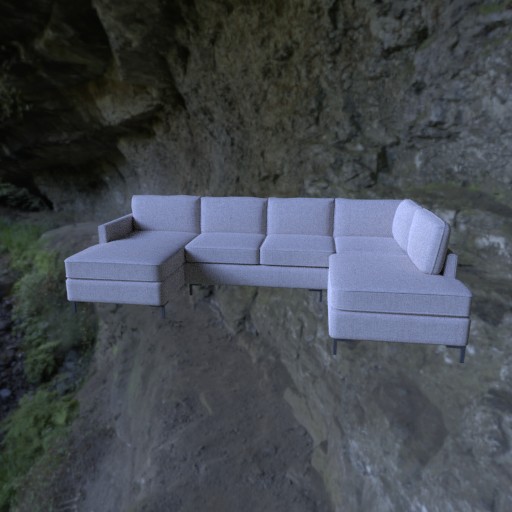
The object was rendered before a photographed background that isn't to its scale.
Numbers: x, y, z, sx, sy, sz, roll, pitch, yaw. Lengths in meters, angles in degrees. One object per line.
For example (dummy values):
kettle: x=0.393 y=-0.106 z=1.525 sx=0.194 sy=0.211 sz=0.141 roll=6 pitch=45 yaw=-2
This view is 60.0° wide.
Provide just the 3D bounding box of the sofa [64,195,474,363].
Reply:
sofa: x=0.000 y=0.000 z=4.323 sx=3.423 sy=0.996 sz=2.021 roll=2 pitch=15 yaw=8
